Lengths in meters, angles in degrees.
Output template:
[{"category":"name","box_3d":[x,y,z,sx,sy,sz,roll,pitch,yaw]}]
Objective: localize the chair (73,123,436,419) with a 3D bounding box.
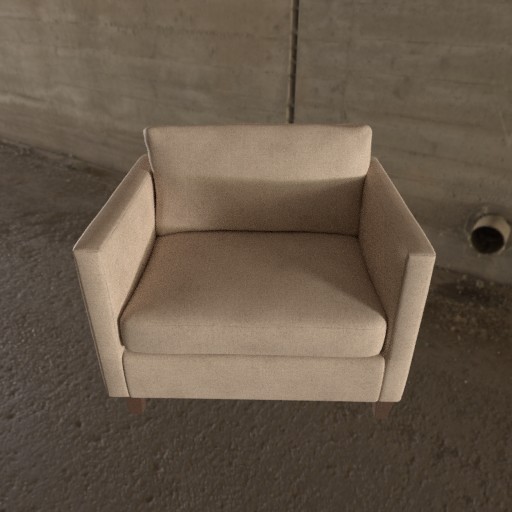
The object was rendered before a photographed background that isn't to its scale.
[{"category":"chair","box_3d":[0.000,0.000,1.848,1.133,0.961,0.959,1,31,1]}]
